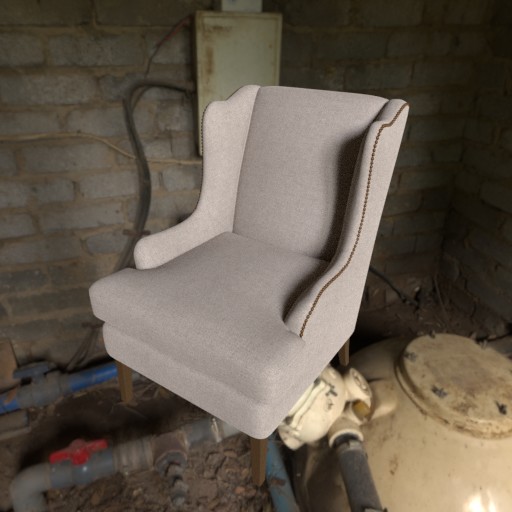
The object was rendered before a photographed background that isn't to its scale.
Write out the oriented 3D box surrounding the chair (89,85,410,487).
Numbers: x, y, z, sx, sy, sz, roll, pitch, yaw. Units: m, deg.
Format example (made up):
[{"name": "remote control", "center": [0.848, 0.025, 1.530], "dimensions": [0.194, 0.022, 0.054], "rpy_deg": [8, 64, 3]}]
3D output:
[{"name": "chair", "center": [0.000, 0.000, 1.587], "dimensions": [0.737, 1.029, 0.940], "rpy_deg": [18, 34, 29]}]
